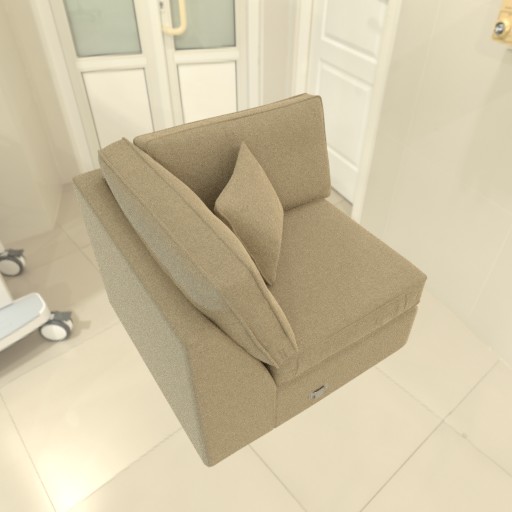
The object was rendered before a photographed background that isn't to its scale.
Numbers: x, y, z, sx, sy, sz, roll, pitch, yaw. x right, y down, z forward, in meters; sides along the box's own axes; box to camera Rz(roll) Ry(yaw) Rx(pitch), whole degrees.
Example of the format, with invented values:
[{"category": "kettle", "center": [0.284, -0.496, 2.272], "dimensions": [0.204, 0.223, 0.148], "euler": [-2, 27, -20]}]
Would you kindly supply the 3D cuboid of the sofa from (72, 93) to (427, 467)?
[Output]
[{"category": "sofa", "center": [0.000, 0.000, 1.948], "dimensions": [1.146, 1.002, 1.084], "euler": [-23, 46, -25]}]
